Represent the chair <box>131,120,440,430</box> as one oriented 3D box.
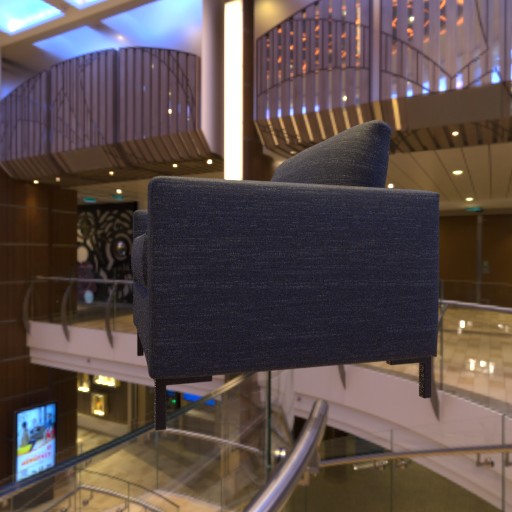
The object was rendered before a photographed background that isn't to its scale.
[{"bbox_3d":[0.000,0.000,1.629,0.866,0.861,0.963,0,0,-18],"label":"chair"}]
